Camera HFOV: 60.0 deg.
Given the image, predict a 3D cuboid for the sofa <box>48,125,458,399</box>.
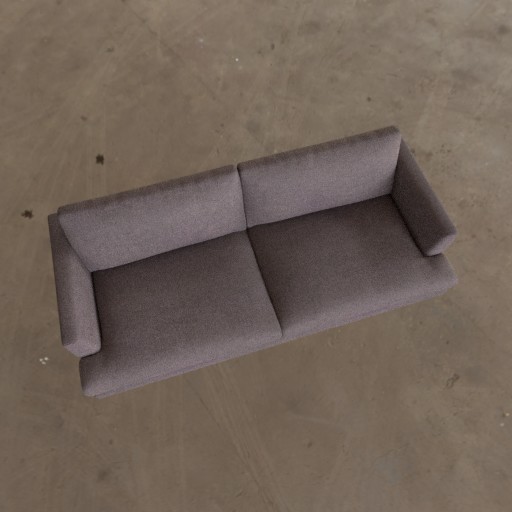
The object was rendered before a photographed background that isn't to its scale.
[{"bbox_3d":[0.000,0.000,2.700,2.250,0.868,1.020,-15,64,-8],"label":"sofa"}]
